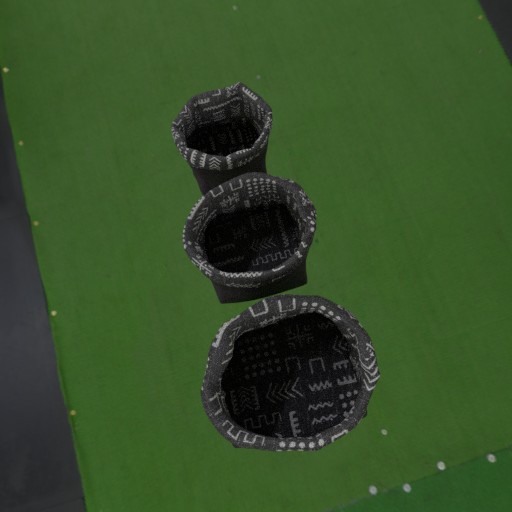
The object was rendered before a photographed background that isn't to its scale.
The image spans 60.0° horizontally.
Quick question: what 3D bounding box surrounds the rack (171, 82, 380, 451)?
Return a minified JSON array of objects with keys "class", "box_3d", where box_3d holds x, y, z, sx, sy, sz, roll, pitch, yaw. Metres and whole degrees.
[{"class":"rack","box_3d":[0.000,0.000,1.084,0.379,0.323,0.905,-14,76,-4]}]
